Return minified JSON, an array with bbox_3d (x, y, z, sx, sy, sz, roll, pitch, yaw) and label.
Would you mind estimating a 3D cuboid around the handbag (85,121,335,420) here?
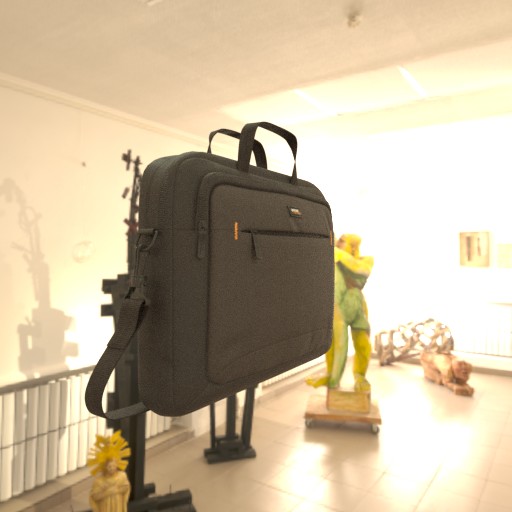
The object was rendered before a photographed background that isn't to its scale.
[{"bbox_3d":[0.000,0.000,0.423,0.089,0.244,0.320,0,1,34],"label":"handbag"}]
